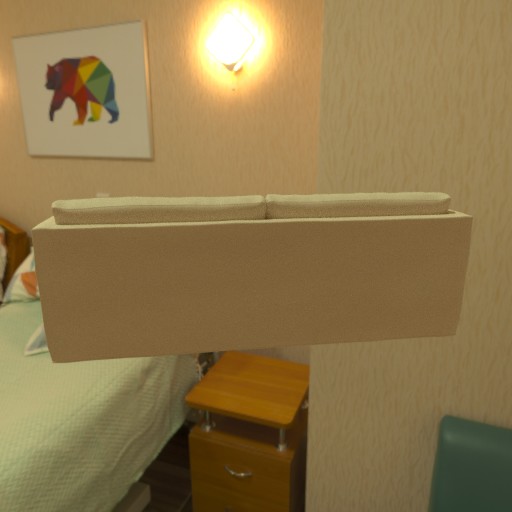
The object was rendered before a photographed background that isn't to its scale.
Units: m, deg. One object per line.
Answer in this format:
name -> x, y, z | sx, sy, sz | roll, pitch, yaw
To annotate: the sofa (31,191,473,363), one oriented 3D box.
sofa -> 0.000, 0.000, 3.275 | 2.779, 0.999, 1.036 | -2, 15, -8
